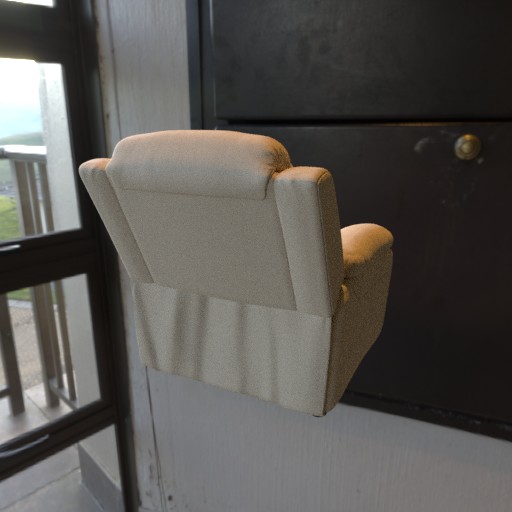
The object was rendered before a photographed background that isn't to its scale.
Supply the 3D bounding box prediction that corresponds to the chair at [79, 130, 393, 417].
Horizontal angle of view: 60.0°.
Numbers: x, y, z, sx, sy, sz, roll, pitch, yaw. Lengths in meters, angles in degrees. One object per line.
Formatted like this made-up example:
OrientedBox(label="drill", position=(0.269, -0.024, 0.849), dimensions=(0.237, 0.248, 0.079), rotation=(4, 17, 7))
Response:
OrientedBox(label="chair", position=(0.000, 0.000, 1.276), dimensions=(0.680, 0.702, 0.709), rotation=(8, 18, 25))
